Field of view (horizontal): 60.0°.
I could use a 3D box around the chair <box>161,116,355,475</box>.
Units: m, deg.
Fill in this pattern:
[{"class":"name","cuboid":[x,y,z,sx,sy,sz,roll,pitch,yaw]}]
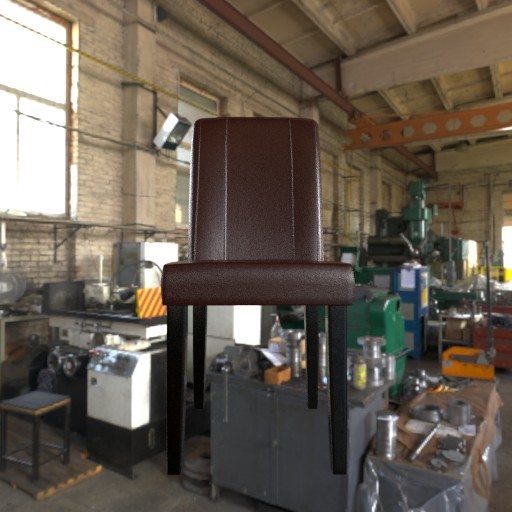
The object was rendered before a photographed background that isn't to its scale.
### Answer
[{"class":"chair","cuboid":[0.000,0.000,1.162,0.399,0.897,0.556,0,-1,0]}]
